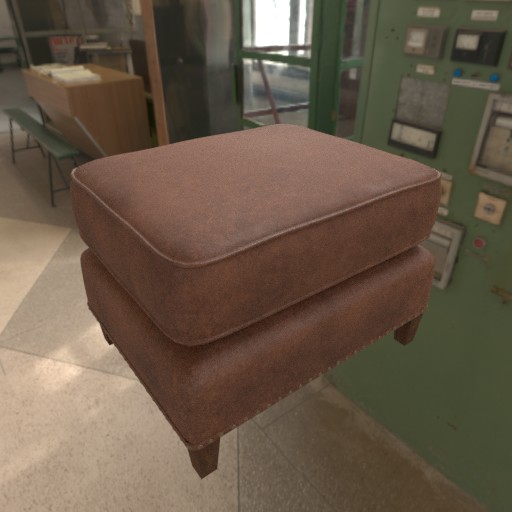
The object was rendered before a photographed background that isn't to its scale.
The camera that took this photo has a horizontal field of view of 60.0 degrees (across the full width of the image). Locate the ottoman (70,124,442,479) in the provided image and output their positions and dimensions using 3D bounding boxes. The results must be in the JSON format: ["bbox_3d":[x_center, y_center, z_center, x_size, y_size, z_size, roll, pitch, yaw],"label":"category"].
[{"bbox_3d":[0.000,0.000,1.122,0.738,0.537,0.589,-21,36,-31],"label":"ottoman"}]
